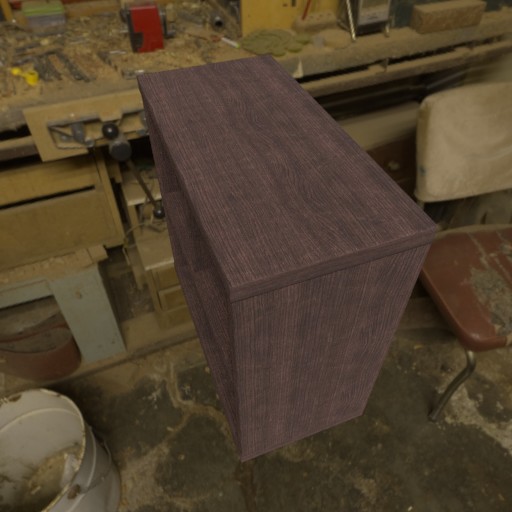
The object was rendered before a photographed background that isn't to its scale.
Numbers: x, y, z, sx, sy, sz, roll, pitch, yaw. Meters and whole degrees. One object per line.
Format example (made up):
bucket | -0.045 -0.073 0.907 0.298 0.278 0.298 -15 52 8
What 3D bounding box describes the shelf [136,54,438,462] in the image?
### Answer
shelf | 0.000 0.000 1.277 0.390 0.786 0.790 -16 49 -14
